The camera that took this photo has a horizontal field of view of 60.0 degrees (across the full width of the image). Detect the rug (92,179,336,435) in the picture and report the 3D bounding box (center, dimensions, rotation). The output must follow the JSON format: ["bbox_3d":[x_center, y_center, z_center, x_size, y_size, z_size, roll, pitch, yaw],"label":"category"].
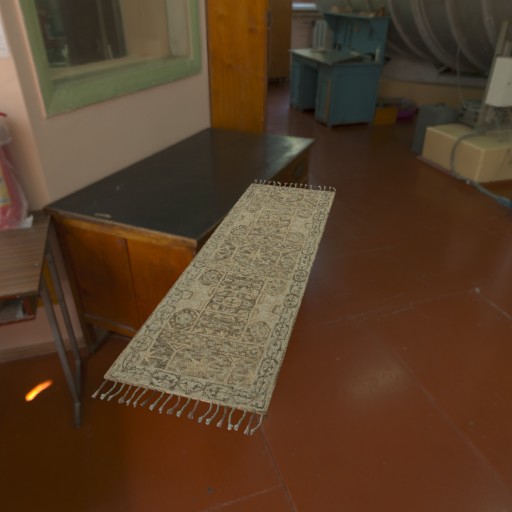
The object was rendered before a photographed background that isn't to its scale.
[{"bbox_3d":[0.000,0.000,2.932,0.762,0.011,2.664,8,32,13],"label":"rug"}]
